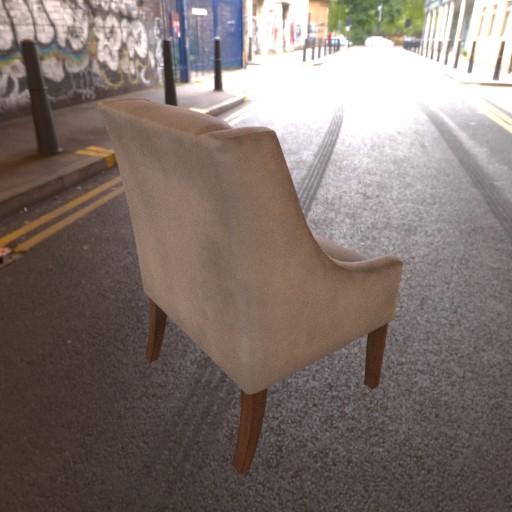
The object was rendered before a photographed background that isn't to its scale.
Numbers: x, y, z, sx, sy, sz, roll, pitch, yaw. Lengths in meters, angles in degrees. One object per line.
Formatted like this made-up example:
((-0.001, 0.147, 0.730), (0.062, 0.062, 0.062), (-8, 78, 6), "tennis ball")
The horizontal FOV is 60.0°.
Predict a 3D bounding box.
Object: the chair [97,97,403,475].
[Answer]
((0.000, 0.000, 1.333), (0.629, 0.895, 0.629), (-18, 32, -32), "chair")
